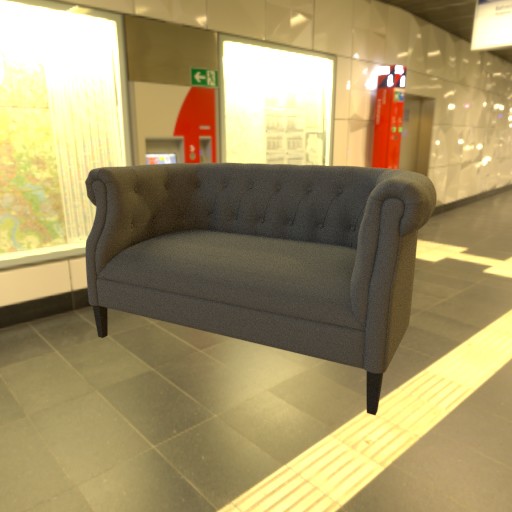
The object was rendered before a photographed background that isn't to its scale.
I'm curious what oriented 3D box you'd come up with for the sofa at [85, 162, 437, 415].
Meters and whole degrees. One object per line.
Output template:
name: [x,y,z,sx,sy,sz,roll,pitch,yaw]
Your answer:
sofa: [0.000,0.000,2.108,1.558,0.827,0.835,8,17,27]
